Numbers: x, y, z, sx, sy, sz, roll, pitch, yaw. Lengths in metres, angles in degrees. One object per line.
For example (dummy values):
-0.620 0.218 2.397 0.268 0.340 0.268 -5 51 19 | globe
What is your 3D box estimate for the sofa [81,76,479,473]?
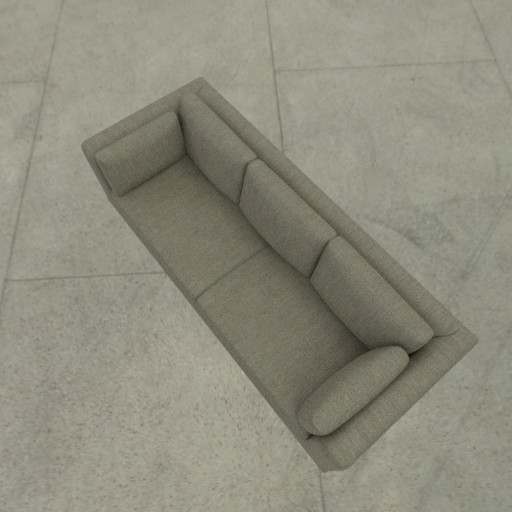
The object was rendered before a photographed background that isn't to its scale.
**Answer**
0.000 0.000 2.802 0.969 0.867 2.415 -36 69 -16 | sofa
